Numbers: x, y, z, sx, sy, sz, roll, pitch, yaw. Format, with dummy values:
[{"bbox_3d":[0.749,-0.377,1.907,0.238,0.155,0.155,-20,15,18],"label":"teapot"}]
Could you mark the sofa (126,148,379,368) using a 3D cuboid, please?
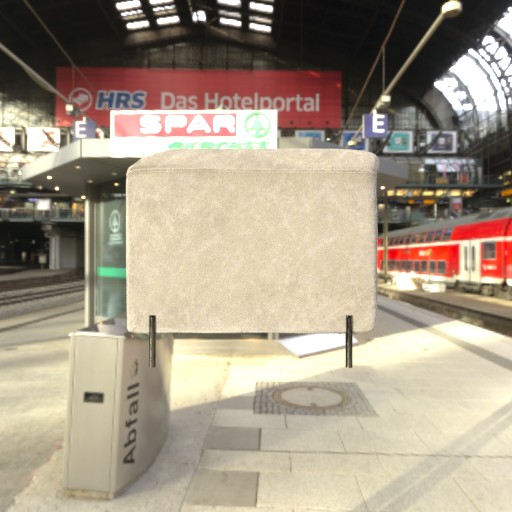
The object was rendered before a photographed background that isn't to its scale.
[{"bbox_3d":[0.000,0.000,2.602,0.899,0.758,2.238,0,0,1],"label":"sofa"}]
